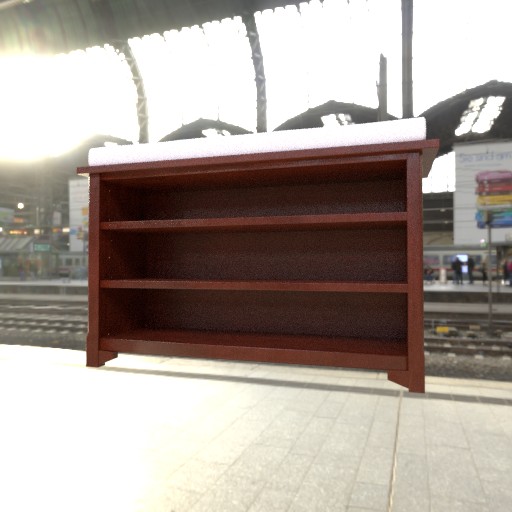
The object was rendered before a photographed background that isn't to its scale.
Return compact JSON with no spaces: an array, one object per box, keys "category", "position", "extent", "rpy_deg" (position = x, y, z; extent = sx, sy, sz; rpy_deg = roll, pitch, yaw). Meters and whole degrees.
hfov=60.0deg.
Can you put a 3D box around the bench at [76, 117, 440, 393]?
[{"category":"bench","position":[0.000,0.000,1.324],"extent":[0.987,0.646,0.369],"rpy_deg":[0,-1,17]}]
